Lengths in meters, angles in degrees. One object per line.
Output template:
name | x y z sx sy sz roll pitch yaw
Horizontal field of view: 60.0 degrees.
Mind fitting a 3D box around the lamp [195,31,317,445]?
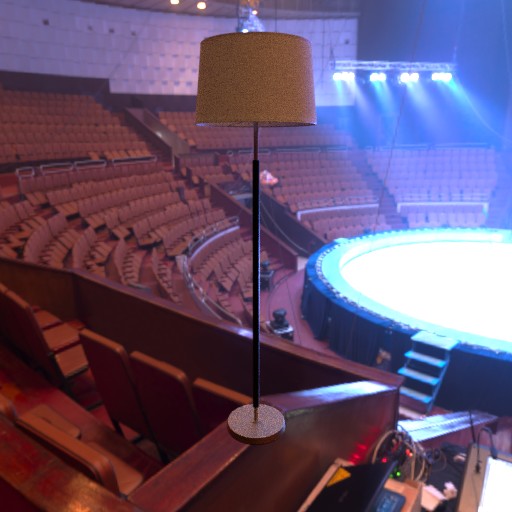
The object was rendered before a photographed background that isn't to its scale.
lamp | 0.000 0.000 1.651 0.420 1.447 0.420 0 14 0
